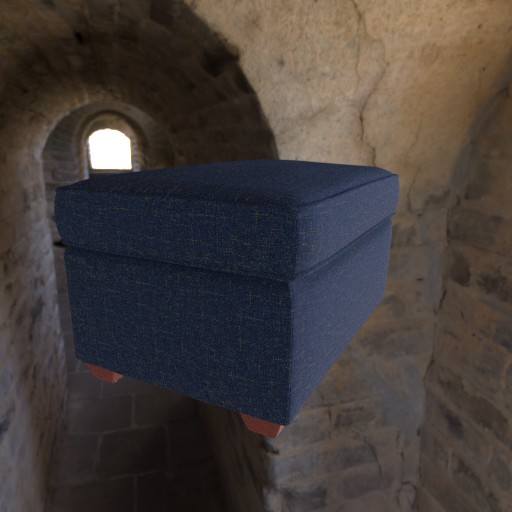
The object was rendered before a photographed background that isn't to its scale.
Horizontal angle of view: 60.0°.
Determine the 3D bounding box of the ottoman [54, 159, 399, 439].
[{"bbox_3d":[0.000,0.000,1.087,0.549,0.450,0.749,8,17,27],"label":"ottoman"}]
